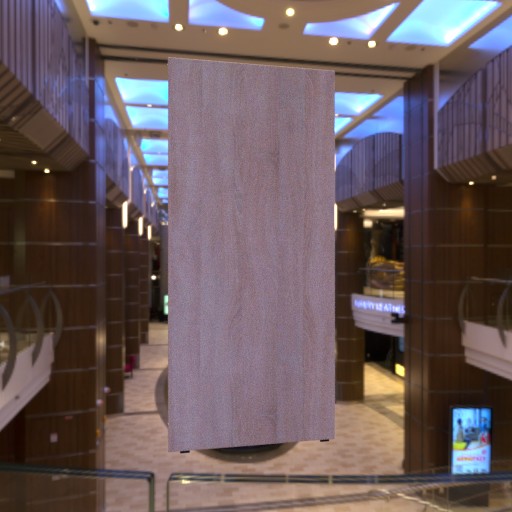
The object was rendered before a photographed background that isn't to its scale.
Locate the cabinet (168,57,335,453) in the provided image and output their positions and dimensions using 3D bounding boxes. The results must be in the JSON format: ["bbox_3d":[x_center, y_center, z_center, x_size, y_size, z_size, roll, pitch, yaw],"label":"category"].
[{"bbox_3d":[0.000,0.000,2.846,1.094,2.120,1.327,0,0,34],"label":"cabinet"}]
